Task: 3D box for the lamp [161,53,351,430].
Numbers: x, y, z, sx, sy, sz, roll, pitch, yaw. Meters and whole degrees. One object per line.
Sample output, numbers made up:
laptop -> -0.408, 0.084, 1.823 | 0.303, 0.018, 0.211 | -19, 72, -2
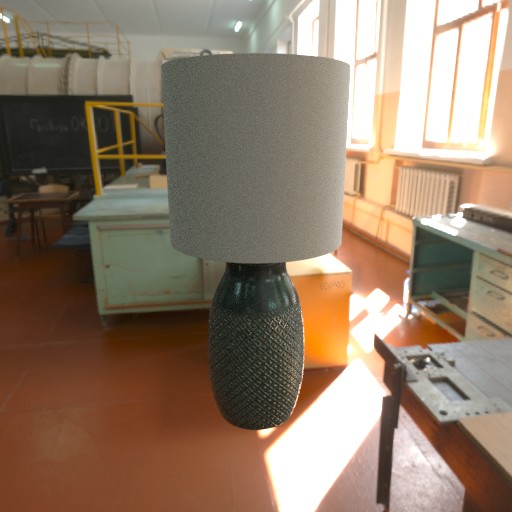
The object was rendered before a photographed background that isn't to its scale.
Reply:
lamp -> 0.000, 0.000, 0.577 | 0.217, 0.453, 0.217 | 8, 18, 25
